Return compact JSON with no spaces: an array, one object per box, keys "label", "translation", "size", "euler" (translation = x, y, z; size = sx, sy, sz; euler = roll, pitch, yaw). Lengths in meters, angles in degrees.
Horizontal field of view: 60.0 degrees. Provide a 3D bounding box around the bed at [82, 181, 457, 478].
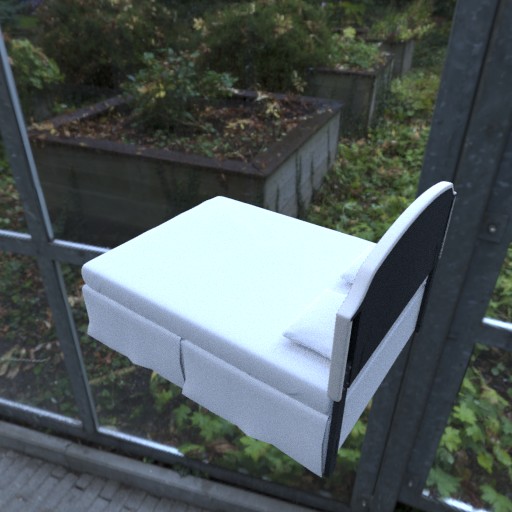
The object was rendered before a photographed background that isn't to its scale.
[{"label":"bed","translation":[0.000,0.000,2.963],"size":[1.999,1.270,1.558],"euler":[21,37,30]}]
